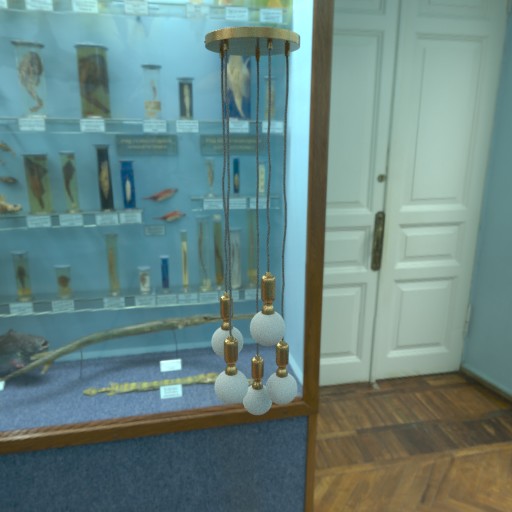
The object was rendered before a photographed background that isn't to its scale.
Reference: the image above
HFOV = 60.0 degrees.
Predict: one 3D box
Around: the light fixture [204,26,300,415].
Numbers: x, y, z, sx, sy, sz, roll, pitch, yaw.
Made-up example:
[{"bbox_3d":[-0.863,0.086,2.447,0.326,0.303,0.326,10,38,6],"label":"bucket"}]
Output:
[{"bbox_3d":[0.000,0.000,0.507,0.105,0.457,0.108,-2,15,-9],"label":"light fixture"}]
